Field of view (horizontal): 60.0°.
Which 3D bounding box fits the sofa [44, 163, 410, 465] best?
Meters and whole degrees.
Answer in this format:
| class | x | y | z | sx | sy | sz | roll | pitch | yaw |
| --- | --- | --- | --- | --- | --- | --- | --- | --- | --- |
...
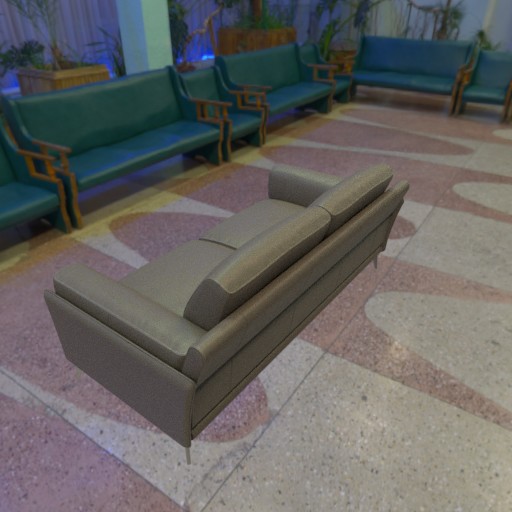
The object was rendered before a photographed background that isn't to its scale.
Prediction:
| class | x | y | z | sx | sy | sz | roll | pitch | yaw |
| --- | --- | --- | --- | --- | --- | --- | --- | --- | --- |
| sofa | 0.000 | 0.000 | 2.648 | 1.049 | 0.930 | 2.101 | 22 | 38 | 31 |
